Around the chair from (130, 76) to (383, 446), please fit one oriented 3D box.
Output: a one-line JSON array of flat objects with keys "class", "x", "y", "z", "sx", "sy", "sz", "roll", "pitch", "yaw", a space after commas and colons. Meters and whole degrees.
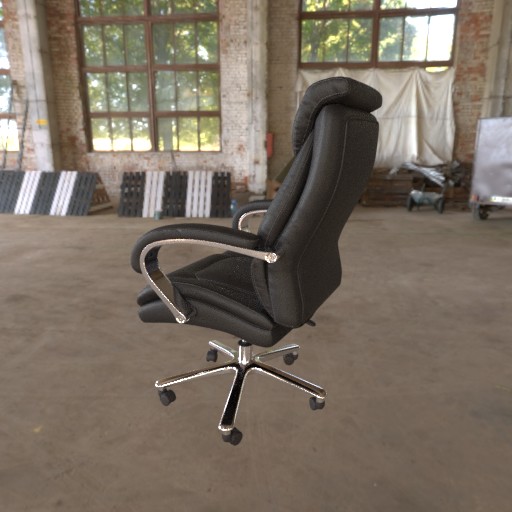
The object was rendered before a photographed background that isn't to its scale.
[{"class": "chair", "x": 0.000, "y": 0.000, "z": 1.666, "sx": 0.790, "sy": 1.183, "sz": 0.755, "roll": 7, "pitch": 16, "yaw": 25}]
